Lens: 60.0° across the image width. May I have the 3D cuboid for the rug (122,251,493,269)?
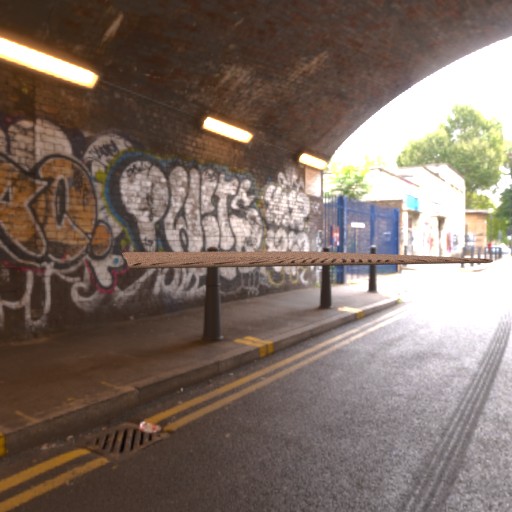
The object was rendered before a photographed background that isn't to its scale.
[{"bbox_3d":[0.000,0.000,3.194,1.829,0.028,2.449,0,2,-17],"label":"rug"}]
